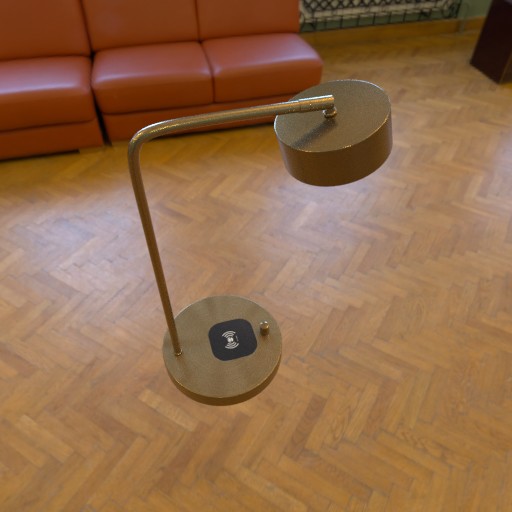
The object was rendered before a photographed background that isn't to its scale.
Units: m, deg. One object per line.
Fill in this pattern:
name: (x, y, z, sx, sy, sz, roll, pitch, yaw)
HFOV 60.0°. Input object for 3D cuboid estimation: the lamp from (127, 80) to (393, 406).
lamp: (0.000, 0.000, 0.525, 0.270, 0.380, 0.171, -11, 48, -11)
